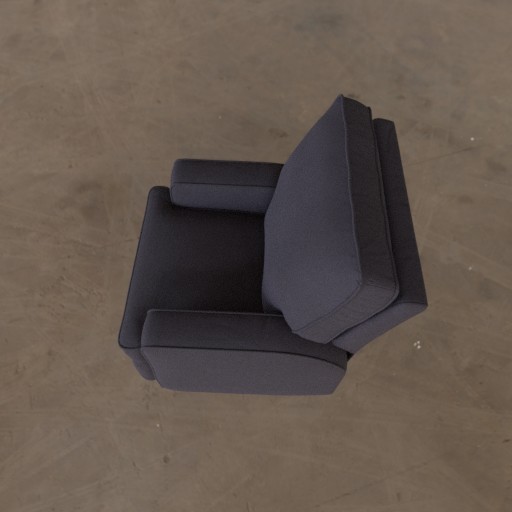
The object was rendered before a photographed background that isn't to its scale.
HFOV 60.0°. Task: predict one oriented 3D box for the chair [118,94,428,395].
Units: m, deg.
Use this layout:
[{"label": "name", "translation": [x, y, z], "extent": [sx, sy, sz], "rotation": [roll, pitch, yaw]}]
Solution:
[{"label": "chair", "translation": [0.000, 0.000, 1.702], "extent": [0.964, 0.962, 0.861], "rotation": [2, 58, 1]}]
